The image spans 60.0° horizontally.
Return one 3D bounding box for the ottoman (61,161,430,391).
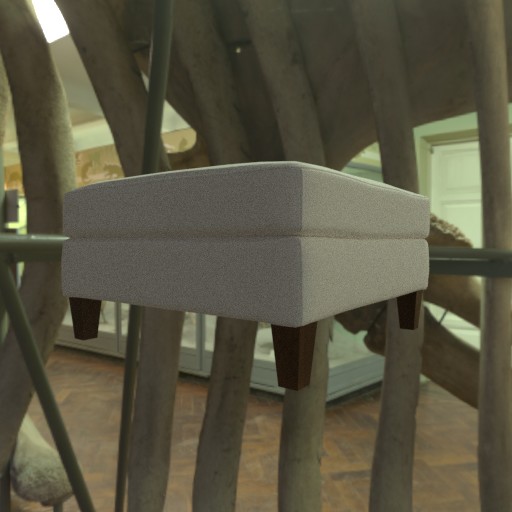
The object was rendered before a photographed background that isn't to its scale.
[{"bbox_3d":[0.000,0.000,1.375,0.838,0.479,0.838,1,2,36],"label":"ottoman"}]
